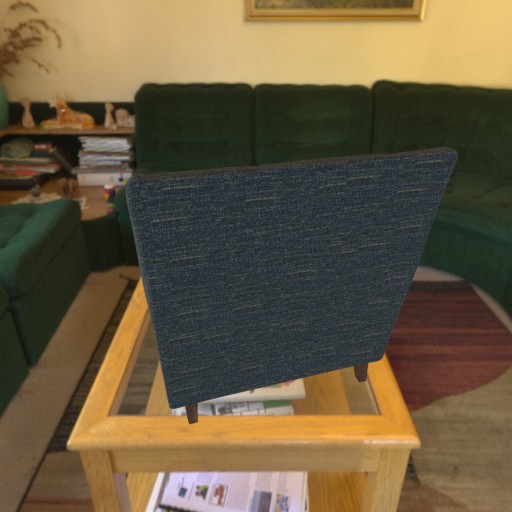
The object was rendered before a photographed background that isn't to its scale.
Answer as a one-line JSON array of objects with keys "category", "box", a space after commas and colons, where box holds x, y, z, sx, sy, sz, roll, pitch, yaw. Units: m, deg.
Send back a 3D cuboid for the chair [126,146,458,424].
[{"category": "chair", "box": [0.000, 0.000, 1.631, 0.864, 0.928, 0.873, -8, 29, -16]}]
